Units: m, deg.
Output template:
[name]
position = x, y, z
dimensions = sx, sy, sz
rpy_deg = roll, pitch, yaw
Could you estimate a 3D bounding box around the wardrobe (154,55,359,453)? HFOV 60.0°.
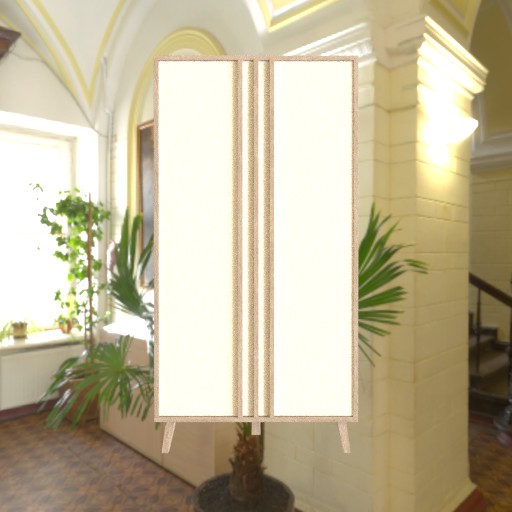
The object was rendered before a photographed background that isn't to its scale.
[wardrobe]
position = 0.000, 0.000, 2.447
dimensions = 1.000, 1.960, 0.600
rpy_deg = 0, 0, 0
